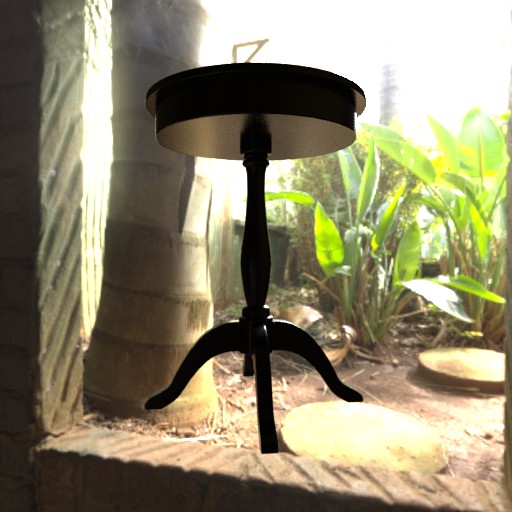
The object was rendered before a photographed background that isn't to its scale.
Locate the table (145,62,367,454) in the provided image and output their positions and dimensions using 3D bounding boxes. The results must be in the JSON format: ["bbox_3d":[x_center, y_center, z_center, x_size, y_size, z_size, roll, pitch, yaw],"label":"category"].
[{"bbox_3d":[0.000,0.000,0.989,0.481,0.665,0.481,0,1,0],"label":"table"}]
